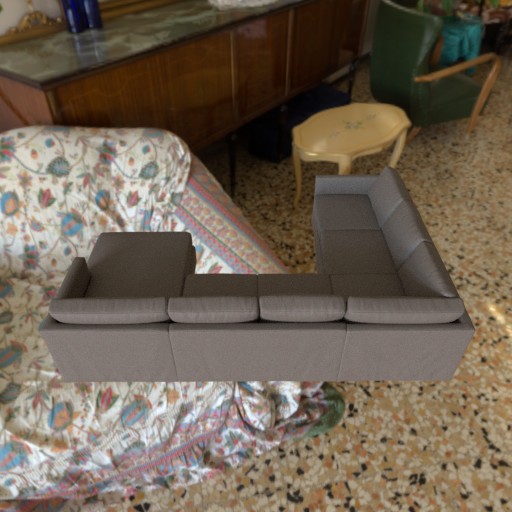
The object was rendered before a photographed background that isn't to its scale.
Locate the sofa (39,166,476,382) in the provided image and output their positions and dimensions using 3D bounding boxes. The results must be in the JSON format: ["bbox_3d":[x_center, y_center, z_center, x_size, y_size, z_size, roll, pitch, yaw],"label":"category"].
[{"bbox_3d":[0.000,0.000,4.545,3.460,0.882,2.427,0,40,0],"label":"sofa"}]
